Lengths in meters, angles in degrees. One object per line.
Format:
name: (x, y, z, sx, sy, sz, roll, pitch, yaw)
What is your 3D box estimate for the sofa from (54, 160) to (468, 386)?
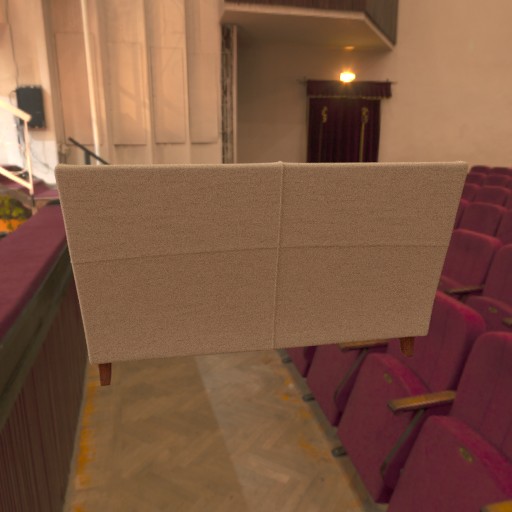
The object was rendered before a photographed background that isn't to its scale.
sofa: (0.000, 0.000, 2.062, 1.482, 0.892, 0.891, -3, 14, -11)
